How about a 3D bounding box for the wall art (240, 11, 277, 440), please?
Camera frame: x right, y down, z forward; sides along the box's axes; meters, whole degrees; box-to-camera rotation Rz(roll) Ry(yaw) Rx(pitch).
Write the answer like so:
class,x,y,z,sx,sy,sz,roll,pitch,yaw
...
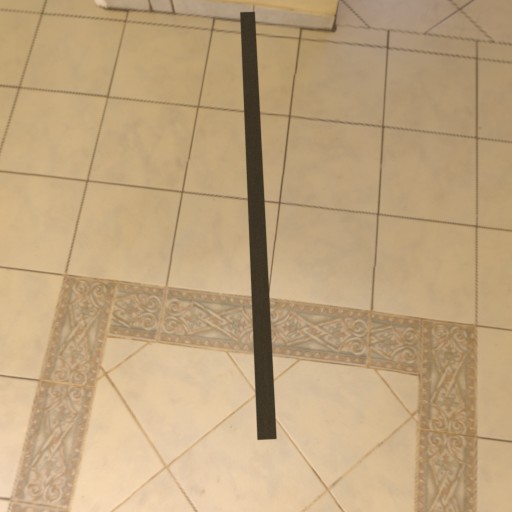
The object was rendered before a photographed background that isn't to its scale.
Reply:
class,x,y,z,sx,sy,sz,roll,pitch,yaw
wall art,0.000,0.000,1.487,0.038,1.016,1.016,-2,75,-1
